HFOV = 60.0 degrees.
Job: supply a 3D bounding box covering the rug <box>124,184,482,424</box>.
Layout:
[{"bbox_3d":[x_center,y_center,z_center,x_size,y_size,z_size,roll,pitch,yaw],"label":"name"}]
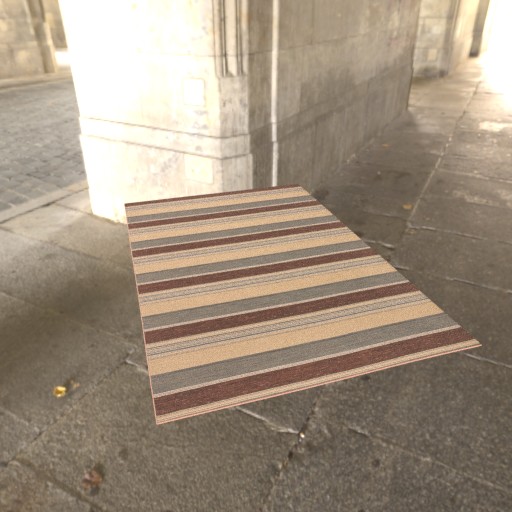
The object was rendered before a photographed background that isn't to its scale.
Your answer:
[{"bbox_3d":[0.000,0.000,2.278,1.219,0.008,1.829,-9,31,-15],"label":"rug"}]
